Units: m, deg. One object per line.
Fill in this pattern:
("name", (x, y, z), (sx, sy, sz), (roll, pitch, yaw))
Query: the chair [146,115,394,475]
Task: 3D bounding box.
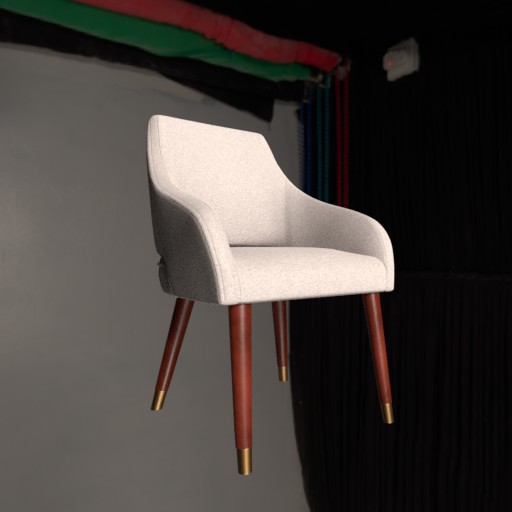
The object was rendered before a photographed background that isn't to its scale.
("chair", (0.000, 0.000, 1.287), (0.609, 0.889, 0.600), (-1, 1, -36))
